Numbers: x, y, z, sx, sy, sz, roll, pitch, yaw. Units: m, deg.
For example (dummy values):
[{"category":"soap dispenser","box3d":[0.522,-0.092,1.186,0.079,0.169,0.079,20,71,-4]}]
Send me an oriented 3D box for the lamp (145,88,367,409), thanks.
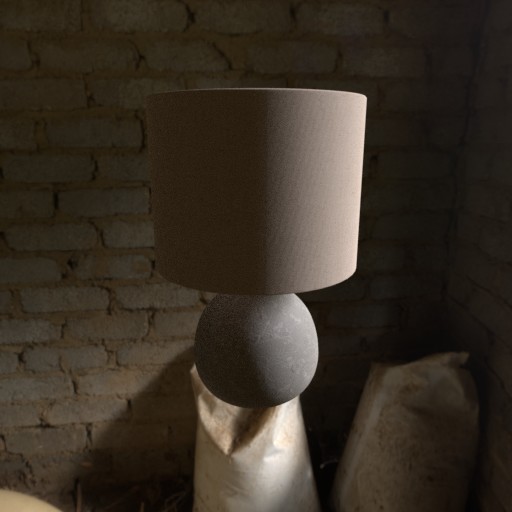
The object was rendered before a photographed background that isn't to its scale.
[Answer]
[{"category":"lamp","box3d":[0.000,0.000,0.608,0.269,0.409,0.269,-15,21,-42]}]
